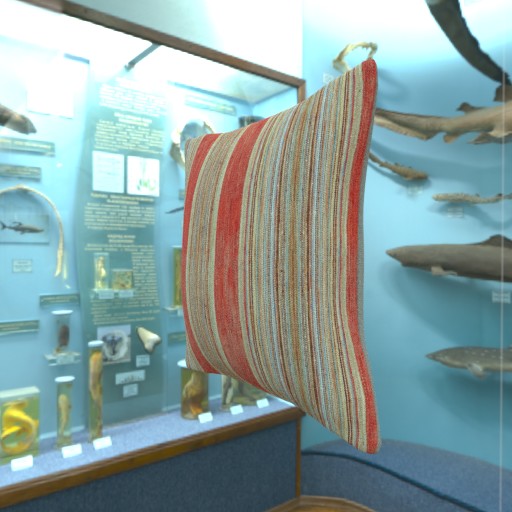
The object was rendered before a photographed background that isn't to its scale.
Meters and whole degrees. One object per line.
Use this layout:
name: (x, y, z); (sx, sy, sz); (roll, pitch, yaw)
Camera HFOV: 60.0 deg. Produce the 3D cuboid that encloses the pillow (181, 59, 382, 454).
pillow: (0.000, 0.000, 0.636); (0.136, 0.419, 0.437); (-1, 1, -36)
